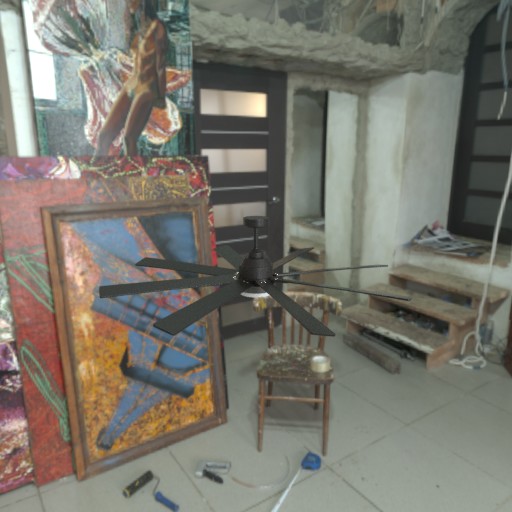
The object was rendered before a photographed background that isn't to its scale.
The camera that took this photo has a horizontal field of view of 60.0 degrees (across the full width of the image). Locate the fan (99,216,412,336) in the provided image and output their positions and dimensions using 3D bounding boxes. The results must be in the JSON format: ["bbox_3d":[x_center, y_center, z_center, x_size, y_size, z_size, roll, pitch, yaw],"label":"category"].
[{"bbox_3d":[0.000,0.000,2.705,1.830,0.472,1.830,7,15,26],"label":"fan"}]
